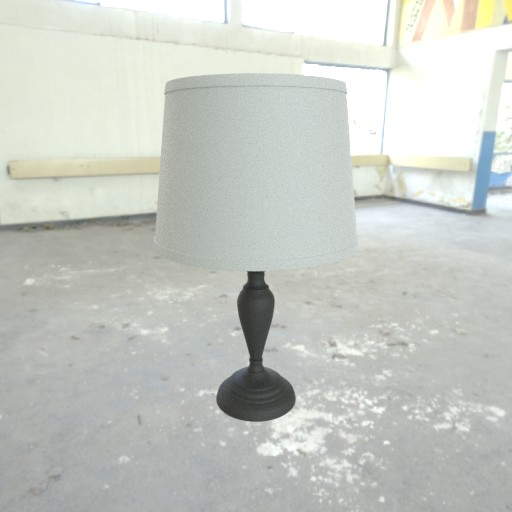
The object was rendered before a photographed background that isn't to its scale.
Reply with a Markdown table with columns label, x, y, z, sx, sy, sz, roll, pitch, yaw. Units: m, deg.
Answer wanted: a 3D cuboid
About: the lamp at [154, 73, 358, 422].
| label | x | y | z | sx | sy | sz | roll | pitch | yaw |
| --- | --- | --- | --- | --- | --- | --- | --- | --- | --- |
| lamp | 0.000 | 0.000 | 0.694 | 0.310 | 0.501 | 0.310 | 0 | 15 | 0 |
